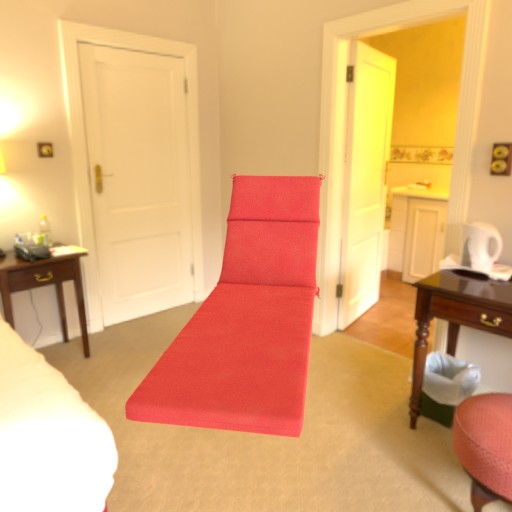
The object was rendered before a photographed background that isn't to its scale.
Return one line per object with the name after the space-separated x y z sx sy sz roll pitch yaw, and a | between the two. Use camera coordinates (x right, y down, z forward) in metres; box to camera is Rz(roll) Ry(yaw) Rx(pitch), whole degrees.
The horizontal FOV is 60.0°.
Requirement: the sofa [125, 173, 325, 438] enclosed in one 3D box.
0.000 0.000 1.972 0.582 0.622 1.663 2 15 9 | sofa
